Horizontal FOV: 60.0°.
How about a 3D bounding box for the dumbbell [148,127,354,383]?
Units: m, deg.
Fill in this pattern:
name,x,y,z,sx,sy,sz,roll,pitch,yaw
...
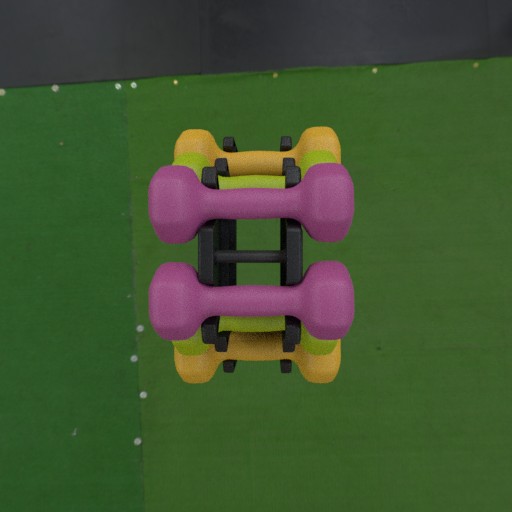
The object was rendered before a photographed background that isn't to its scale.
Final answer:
name,x,y,z,sx,sy,sz,roll,pitch,yaw
dumbbell,0.000,0.000,0.459,0.190,0.271,0.300,0,90,2
